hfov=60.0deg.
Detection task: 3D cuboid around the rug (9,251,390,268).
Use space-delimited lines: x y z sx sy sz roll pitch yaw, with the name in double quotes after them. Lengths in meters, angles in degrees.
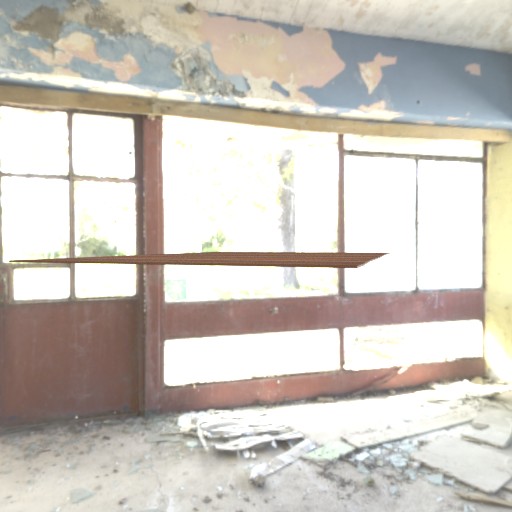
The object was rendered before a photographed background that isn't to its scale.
0.000 0.000 2.231 1.217 0.007 1.828 1 2 20 "rug"
